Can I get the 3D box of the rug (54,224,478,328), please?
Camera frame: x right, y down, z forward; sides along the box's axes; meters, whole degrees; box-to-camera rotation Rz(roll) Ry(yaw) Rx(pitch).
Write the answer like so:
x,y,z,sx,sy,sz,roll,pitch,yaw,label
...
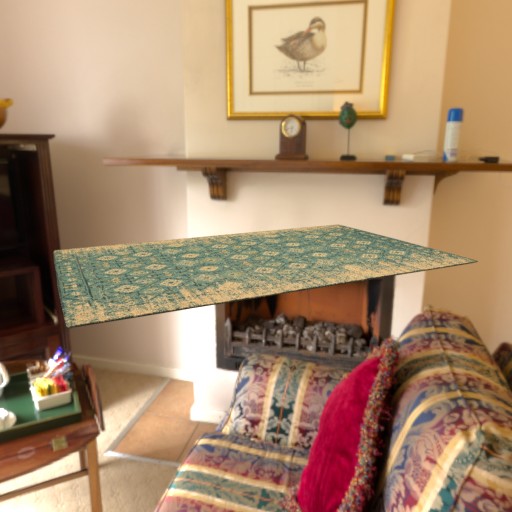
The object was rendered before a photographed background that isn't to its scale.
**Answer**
x,y,z,sx,sy,sz,roll,pitch,yaw,label
0.000,0.000,2.176,1.795,0.008,1.102,-7,15,-25,rug
